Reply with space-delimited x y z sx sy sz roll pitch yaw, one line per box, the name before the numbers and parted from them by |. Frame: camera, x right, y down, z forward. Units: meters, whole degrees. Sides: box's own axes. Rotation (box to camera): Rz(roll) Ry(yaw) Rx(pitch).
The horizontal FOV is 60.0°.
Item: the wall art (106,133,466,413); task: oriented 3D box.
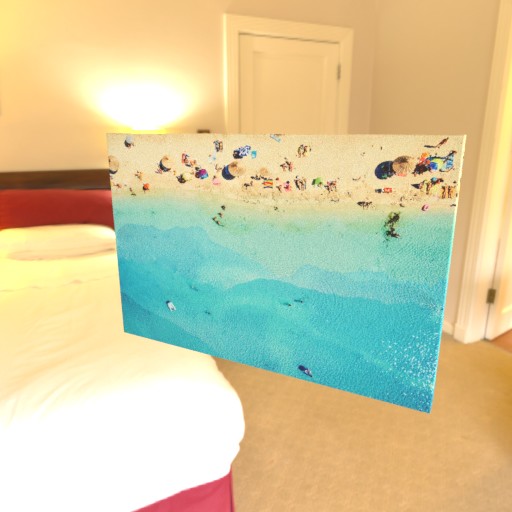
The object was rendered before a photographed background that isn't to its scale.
wall art | 0.000 0.000 0.763 0.609 0.406 0.039 8 18 26
